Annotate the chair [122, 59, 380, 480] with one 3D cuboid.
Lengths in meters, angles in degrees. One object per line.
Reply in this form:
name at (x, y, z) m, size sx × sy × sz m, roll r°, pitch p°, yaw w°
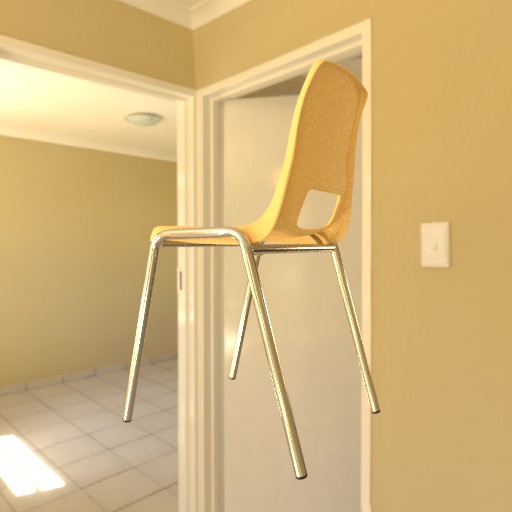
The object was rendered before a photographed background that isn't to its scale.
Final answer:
chair at (0.000, 0.000, 0.961) m, size 0.436 × 0.704 × 0.381 m, roll 1°, pitch 2°, yaw 35°
